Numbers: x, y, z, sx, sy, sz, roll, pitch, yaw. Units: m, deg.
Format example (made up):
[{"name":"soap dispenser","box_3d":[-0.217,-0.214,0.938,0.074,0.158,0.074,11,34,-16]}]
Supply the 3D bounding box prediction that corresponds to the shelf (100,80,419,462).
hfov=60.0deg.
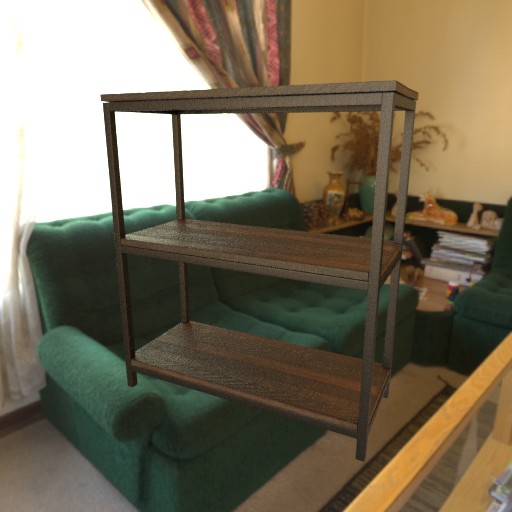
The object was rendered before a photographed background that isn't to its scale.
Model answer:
[{"name":"shelf","box_3d":[0.000,0.000,1.372,0.822,0.947,0.352,8,18,25]}]
